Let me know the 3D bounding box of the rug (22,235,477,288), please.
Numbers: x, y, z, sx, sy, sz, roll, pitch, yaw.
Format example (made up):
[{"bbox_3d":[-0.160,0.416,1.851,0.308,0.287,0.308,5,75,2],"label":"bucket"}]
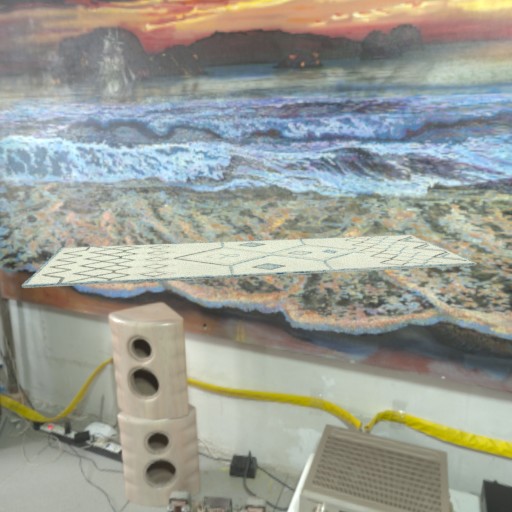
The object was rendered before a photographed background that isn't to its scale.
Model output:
[{"bbox_3d":[0.000,0.000,2.706,2.434,0.013,0.770,-2,15,-9],"label":"rug"}]
